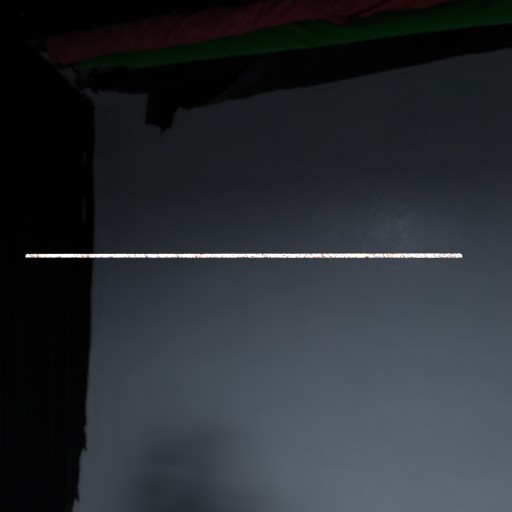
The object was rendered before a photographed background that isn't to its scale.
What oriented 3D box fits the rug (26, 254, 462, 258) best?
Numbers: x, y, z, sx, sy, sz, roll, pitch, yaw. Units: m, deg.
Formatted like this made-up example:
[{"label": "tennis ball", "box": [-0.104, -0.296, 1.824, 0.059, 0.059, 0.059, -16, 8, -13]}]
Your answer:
[{"label": "rug", "box": [0.000, 0.000, 2.215, 1.761, 0.014, 1.143, 0, 0, 18]}]
